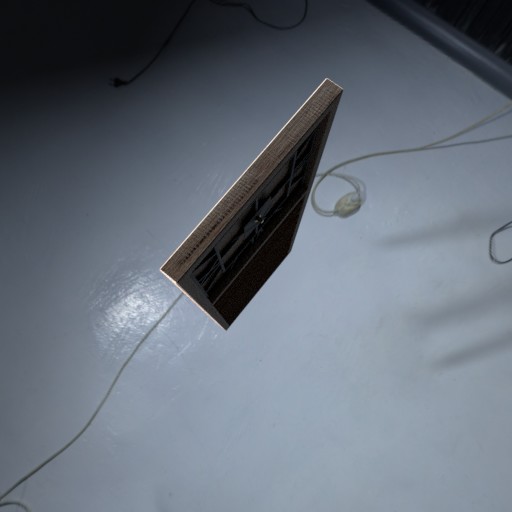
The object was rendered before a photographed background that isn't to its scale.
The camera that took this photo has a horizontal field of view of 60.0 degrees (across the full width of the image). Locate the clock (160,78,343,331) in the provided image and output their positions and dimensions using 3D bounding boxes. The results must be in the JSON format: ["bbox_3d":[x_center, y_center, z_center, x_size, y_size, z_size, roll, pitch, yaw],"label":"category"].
[{"bbox_3d":[0.000,0.000,1.070,0.030,0.965,0.361,38,80,8],"label":"clock"}]
